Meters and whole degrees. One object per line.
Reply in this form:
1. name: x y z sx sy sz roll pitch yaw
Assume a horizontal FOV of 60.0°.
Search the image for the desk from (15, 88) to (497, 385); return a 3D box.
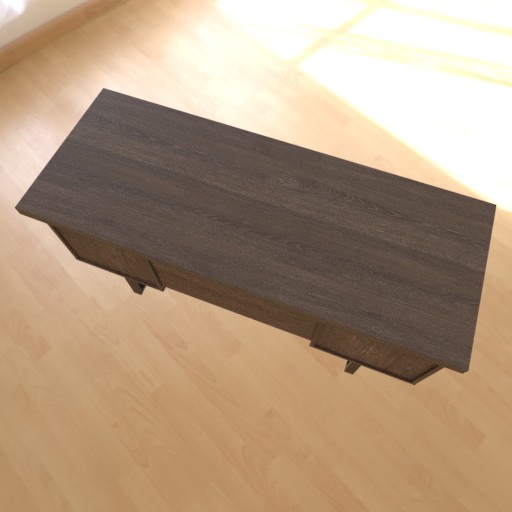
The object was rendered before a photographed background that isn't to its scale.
1. desk: 0.000 0.000 1.845 1.524 0.760 0.600 19 65 9
